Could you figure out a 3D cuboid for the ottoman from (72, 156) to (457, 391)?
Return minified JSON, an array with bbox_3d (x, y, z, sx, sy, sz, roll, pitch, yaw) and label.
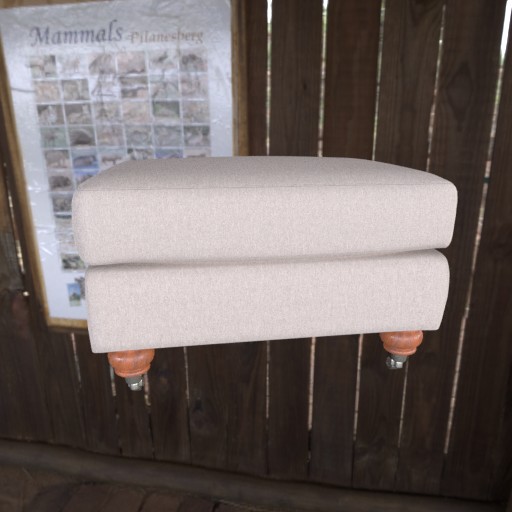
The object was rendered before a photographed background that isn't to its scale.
[{"bbox_3d":[0.000,0.000,1.143,0.773,0.497,0.574,-2,16,-8],"label":"ottoman"}]
